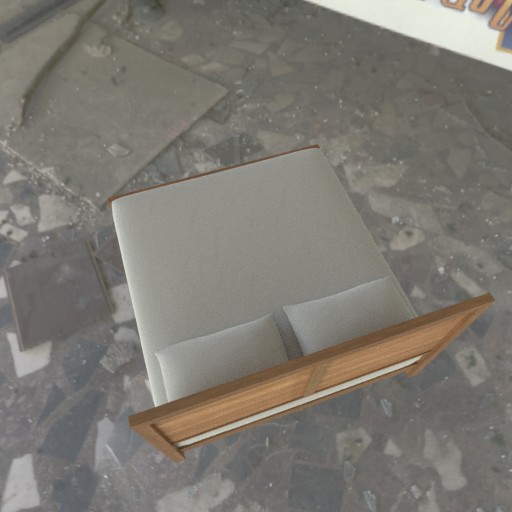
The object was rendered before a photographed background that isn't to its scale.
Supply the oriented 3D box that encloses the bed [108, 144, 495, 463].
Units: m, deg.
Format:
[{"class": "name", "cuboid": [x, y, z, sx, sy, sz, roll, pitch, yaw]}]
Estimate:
[{"class": "bed", "cuboid": [0.000, 0.000, 3.370, 2.003, 1.387, 2.184, -16, 60, -10]}]
